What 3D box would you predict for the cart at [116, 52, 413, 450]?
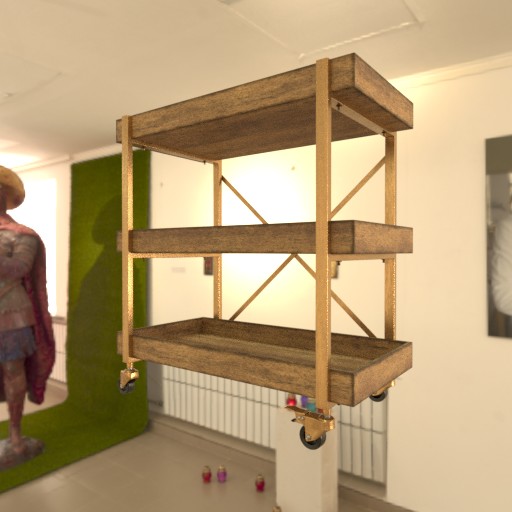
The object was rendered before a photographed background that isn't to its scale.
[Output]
[{"bbox_3d":[0.000,0.000,1.235,0.750,0.799,0.416,0,1,36],"label":"cart"}]
